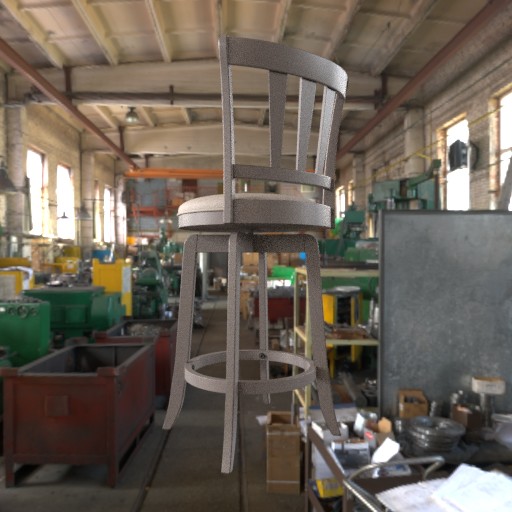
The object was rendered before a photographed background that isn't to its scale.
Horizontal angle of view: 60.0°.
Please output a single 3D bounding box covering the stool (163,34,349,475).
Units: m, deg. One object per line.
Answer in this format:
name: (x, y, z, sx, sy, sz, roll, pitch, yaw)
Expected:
stool: (0.000, 0.000, 1.267, 0.436, 1.023, 0.475, 0, 0, -36)
